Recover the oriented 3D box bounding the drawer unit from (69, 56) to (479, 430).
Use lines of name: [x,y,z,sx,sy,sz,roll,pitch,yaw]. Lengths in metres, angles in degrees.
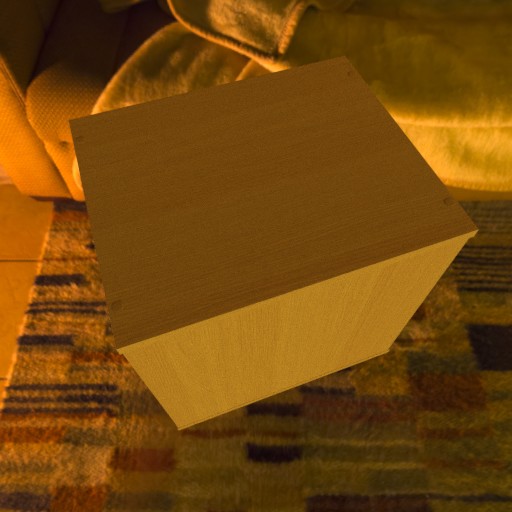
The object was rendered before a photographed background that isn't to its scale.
drawer unit: [0.000,0.000,0.611,0.349,0.344,0.290,-17,60,-10]
